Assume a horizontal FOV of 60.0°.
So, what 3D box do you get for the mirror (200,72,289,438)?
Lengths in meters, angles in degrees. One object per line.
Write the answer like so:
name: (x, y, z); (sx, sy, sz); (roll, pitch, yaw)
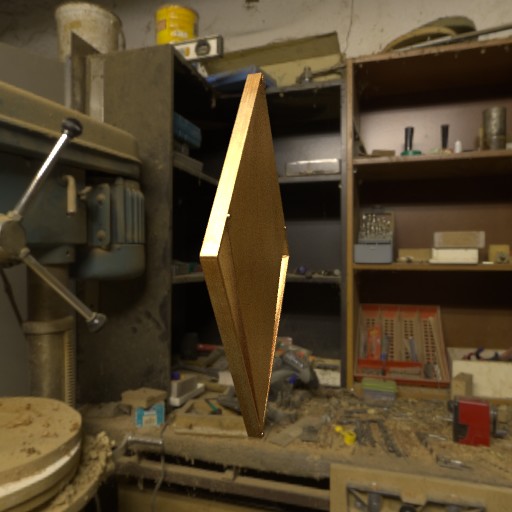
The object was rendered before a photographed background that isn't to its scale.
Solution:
mirror: (0.000, 0.000, 0.826); (0.032, 0.679, 0.419); (0, 0, 18)
